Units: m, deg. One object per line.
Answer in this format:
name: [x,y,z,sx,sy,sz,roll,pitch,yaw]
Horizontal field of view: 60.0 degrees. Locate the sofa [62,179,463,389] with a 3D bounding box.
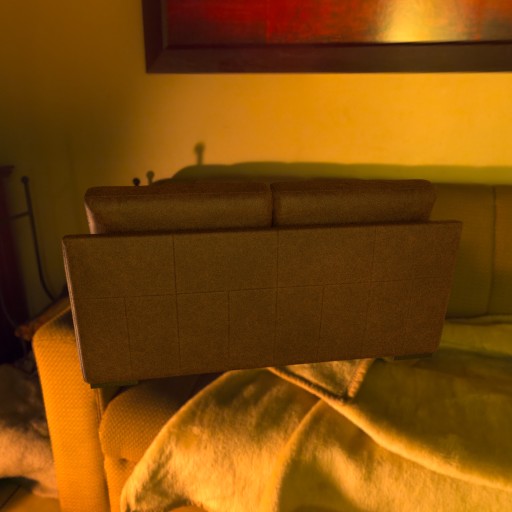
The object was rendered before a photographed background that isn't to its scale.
sofa: [0.000,0.000,2.549,1.880,0.939,1.143,-3,17,-9]
